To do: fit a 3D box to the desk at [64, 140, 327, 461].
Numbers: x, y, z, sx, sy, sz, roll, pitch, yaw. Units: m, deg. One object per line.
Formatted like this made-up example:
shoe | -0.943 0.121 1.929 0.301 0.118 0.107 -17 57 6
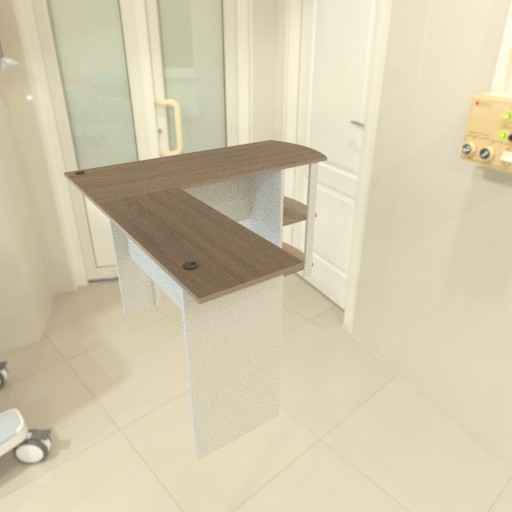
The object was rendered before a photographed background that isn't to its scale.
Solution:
desk | 0.000 0.000 2.122 1.303 0.716 1.361 -18 32 -31
